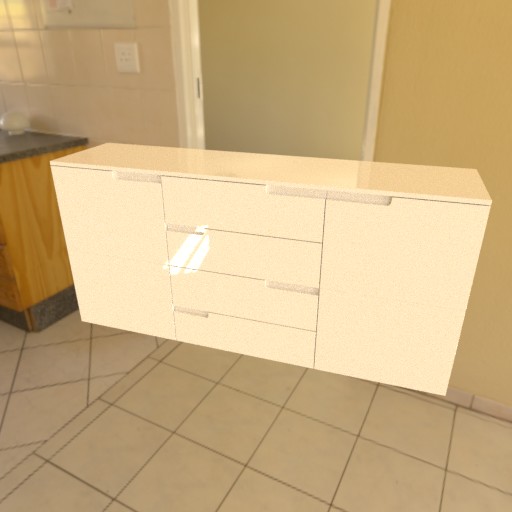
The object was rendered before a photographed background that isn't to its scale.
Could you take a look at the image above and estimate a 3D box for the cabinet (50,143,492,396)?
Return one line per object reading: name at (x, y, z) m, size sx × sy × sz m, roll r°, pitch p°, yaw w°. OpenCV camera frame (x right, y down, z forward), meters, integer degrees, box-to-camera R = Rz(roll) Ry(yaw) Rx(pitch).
cabinet at (0.000, 0.000, 1.931) m, size 1.650 × 0.800 × 0.400 m, roll 8°, pitch 27°, yaw 16°
